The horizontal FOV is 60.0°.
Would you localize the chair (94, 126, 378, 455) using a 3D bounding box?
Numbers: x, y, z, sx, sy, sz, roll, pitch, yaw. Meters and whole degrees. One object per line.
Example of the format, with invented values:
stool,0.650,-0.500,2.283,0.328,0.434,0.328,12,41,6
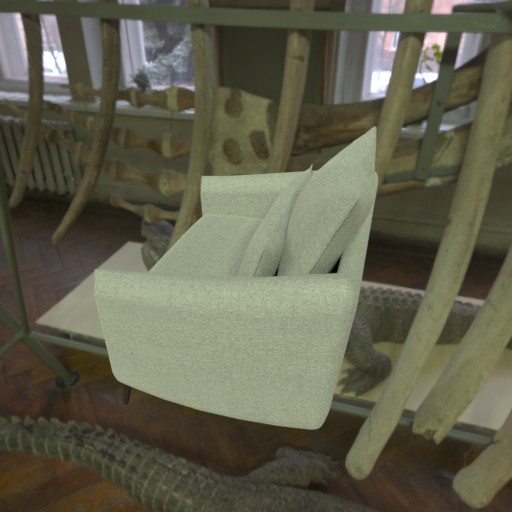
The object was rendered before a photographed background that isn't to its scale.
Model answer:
chair,0.000,0.000,1.673,0.801,0.856,1.029,9,32,14
